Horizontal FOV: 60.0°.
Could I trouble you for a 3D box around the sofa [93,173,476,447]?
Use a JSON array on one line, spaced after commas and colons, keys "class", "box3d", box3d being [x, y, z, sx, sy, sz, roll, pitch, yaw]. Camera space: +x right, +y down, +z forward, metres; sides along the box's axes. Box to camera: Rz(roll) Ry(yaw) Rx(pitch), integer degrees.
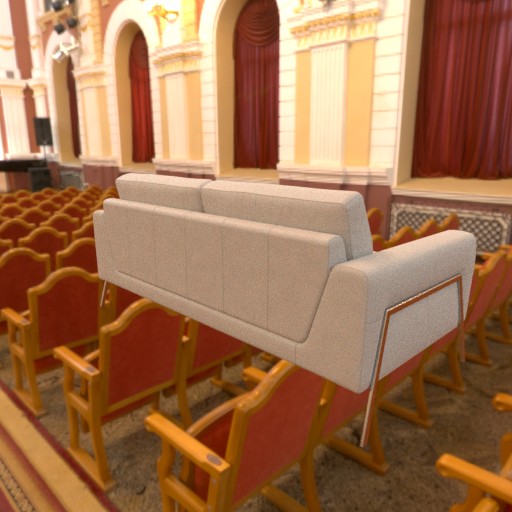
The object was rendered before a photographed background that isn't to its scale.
[{"class": "sofa", "box3d": [0.000, 0.000, 2.470, 0.953, 0.875, 2.017, -13, 19, -43]}]
